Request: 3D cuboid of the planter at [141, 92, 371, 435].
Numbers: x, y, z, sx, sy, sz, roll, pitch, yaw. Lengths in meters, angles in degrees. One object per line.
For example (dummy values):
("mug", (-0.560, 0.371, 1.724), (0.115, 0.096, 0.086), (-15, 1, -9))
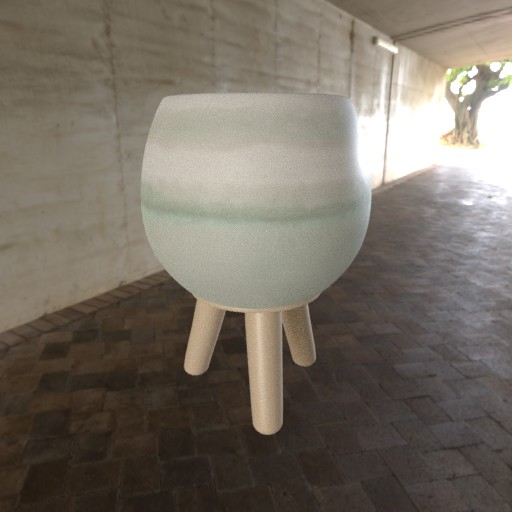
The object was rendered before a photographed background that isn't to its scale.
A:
("planter", (0.000, 0.000, 0.333), (0.161, 0.224, 0.161), (0, 17, 0))
